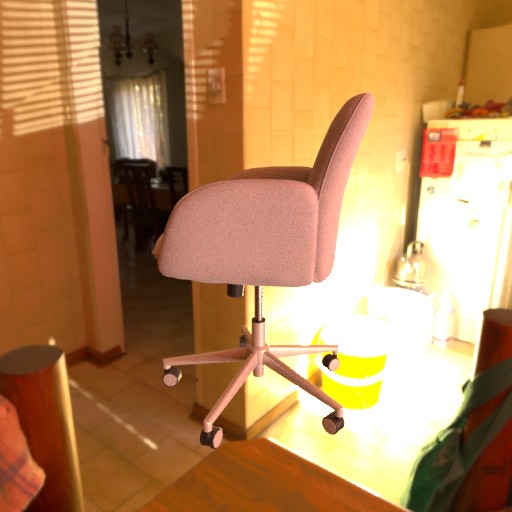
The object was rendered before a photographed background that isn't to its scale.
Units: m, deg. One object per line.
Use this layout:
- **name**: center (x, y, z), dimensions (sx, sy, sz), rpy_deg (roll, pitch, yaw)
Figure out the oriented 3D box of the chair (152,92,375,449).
- **chair**: center (0.000, 0.000, 1.395), dimensions (0.654, 0.959, 0.648), rpy_deg (2, 16, 8)
